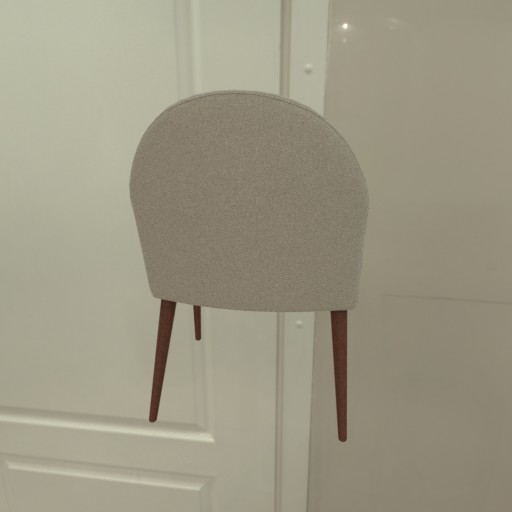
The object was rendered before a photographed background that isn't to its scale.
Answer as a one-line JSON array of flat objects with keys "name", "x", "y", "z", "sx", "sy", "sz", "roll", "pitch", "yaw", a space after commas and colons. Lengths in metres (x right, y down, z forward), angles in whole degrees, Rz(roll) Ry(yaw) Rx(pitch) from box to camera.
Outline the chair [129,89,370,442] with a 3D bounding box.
[{"name": "chair", "x": 0.000, "y": 0.000, "z": 1.301, "sx": 0.610, "sy": 0.889, "sz": 0.620, "roll": 3, "pitch": 18, "yaw": 8}]
